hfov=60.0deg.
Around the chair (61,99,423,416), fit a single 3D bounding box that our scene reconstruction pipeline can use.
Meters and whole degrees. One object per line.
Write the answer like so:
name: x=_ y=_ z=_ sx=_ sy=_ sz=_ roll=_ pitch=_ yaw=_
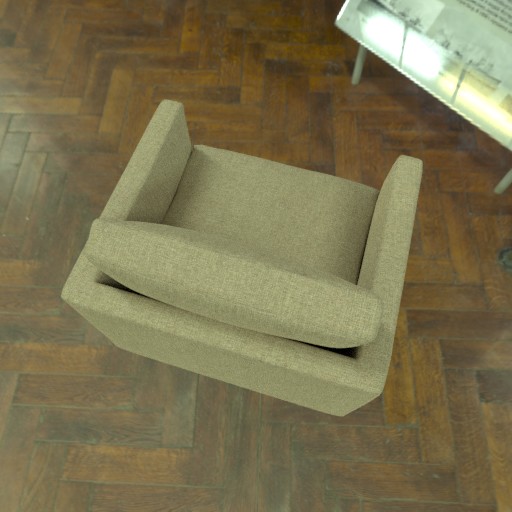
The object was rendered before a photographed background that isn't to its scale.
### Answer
chair: x=0.000 y=0.000 z=1.841 sx=1.107 sy=0.987 sz=0.959 roll=15 pitch=66 yaw=7
